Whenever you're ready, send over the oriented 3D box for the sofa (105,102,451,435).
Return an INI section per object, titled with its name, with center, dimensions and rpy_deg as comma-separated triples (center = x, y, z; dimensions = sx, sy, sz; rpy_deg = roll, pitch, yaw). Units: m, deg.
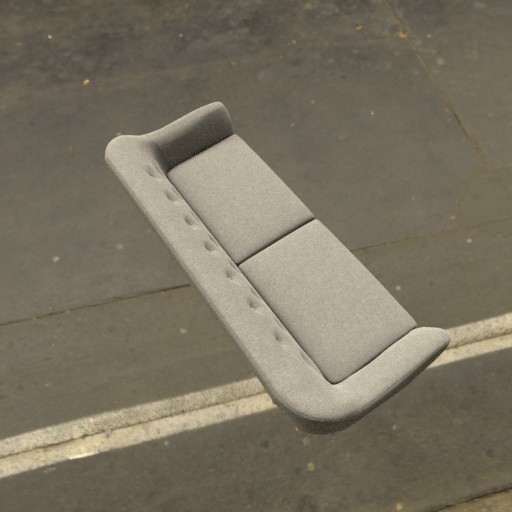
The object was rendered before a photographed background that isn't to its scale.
[sofa]
center = 0.000, 0.000, 2.273
dimensions = 0.820, 0.820, 1.840
rpy_deg = -32, 64, -17
